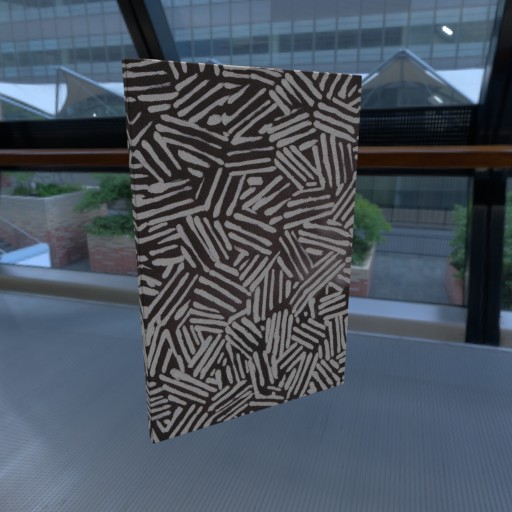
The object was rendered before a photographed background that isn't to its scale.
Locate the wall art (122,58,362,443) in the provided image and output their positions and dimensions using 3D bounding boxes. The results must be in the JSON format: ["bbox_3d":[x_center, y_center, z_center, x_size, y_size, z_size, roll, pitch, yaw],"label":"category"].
[{"bbox_3d":[0.000,0.000,1.168,0.615,0.918,0.035,-8,17,-26],"label":"wall art"}]
